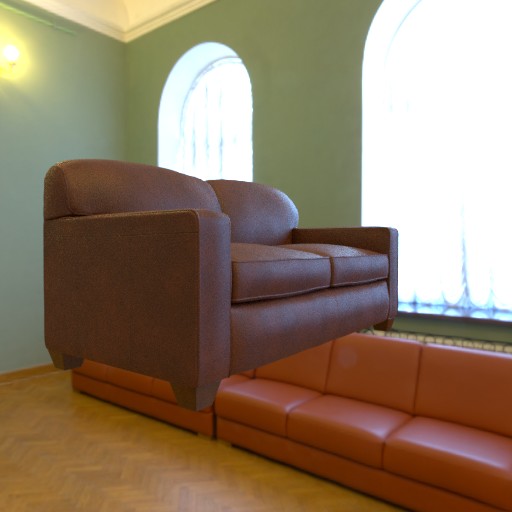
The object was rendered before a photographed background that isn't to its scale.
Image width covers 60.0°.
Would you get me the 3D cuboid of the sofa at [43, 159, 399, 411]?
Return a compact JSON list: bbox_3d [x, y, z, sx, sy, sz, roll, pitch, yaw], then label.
[{"bbox_3d":[0.000,0.000,2.391,1.000,0.966,1.856,1,2,37],"label":"sofa"}]
